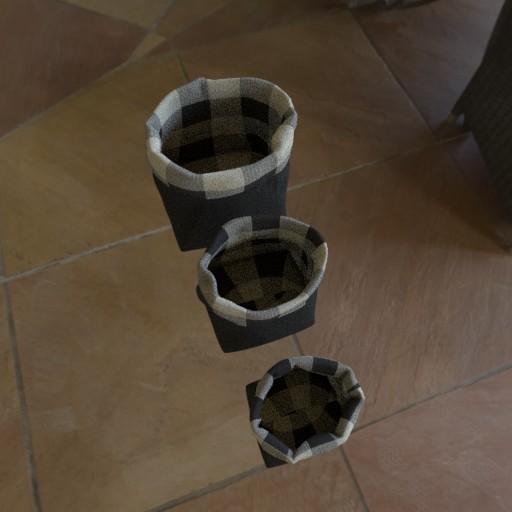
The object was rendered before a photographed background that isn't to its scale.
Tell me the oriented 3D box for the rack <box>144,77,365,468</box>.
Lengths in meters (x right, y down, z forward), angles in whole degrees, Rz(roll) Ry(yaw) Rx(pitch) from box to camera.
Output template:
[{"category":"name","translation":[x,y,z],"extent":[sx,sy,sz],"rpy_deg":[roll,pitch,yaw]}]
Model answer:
[{"category":"rack","translation":[0.000,0.000,1.044],"extent":[0.370,0.329,0.889],"rpy_deg":[-16,66,-7]}]
